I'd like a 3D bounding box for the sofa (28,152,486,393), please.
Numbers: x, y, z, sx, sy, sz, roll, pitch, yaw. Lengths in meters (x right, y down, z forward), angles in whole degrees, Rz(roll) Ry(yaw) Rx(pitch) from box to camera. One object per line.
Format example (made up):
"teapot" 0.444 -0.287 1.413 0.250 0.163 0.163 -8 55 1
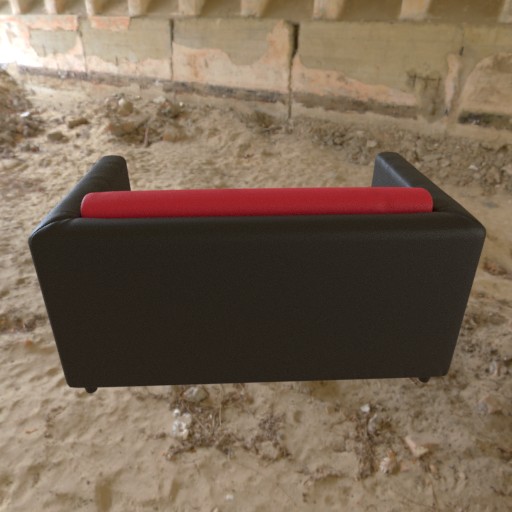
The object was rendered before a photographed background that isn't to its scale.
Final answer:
"sofa" 0.000 0.000 1.847 1.410 0.735 0.845 -1 29 -2
